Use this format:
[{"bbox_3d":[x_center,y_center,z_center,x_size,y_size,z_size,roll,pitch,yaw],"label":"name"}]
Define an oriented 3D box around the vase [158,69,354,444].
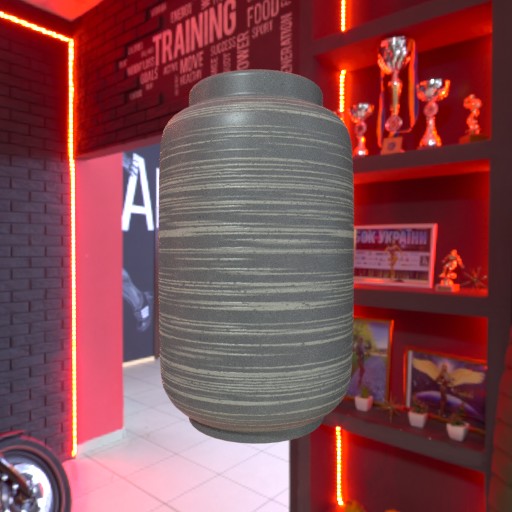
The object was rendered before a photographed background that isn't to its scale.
[{"bbox_3d":[0.000,0.000,0.689,0.297,0.499,0.297,0,1,0],"label":"vase"}]
